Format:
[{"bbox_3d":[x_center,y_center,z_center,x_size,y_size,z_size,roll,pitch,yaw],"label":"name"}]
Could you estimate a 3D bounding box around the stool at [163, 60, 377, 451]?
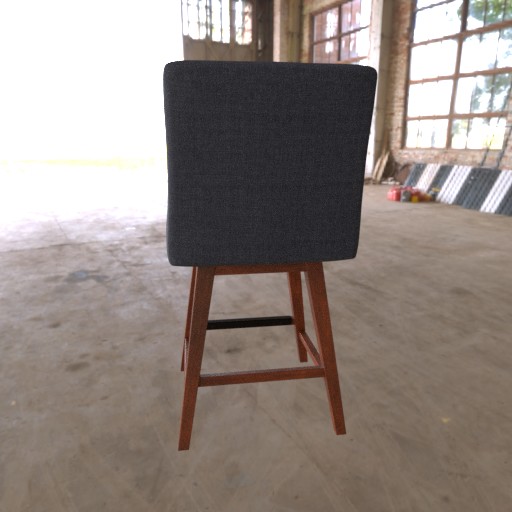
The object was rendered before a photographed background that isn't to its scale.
[{"bbox_3d":[0.000,0.000,1.188,0.467,0.895,0.524,-2,15,-8],"label":"stool"}]
